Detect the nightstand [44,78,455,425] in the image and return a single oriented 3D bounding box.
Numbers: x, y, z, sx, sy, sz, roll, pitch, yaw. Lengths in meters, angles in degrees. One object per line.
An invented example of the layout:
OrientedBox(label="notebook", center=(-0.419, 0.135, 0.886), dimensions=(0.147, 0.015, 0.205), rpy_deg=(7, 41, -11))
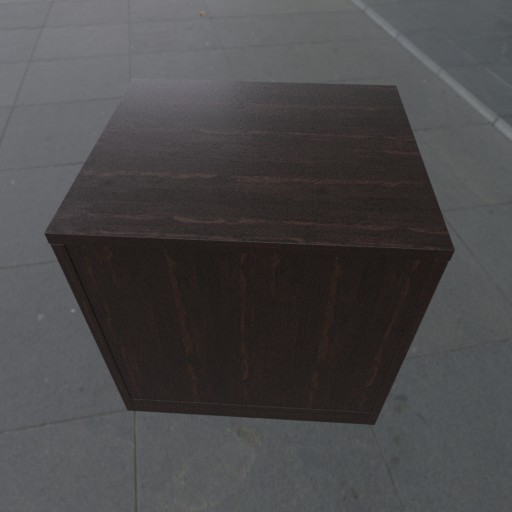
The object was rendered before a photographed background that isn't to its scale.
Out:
OrientedBox(label="nightstand", center=(0.000, 0.000, 0.847), dimensions=(0.489, 0.487, 0.427), rpy_deg=(2, 46, 2))
